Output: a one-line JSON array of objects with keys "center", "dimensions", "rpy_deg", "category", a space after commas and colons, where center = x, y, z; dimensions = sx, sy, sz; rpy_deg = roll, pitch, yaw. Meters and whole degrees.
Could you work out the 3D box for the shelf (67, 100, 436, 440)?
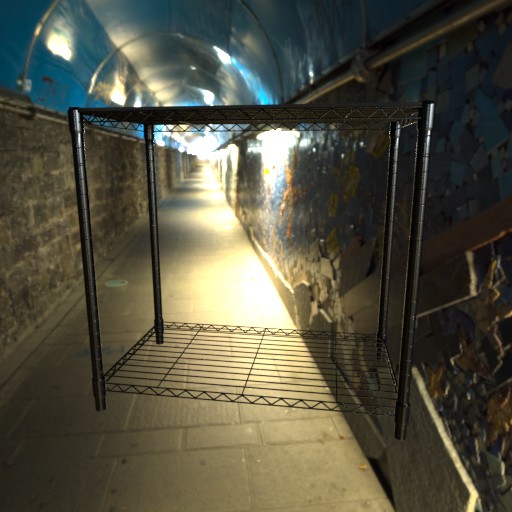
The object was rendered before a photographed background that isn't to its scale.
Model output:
[{"center": [0.000, 0.000, 0.914], "dimensions": [0.589, 0.564, 0.338], "rpy_deg": [2, 13, 9], "category": "shelf"}]
